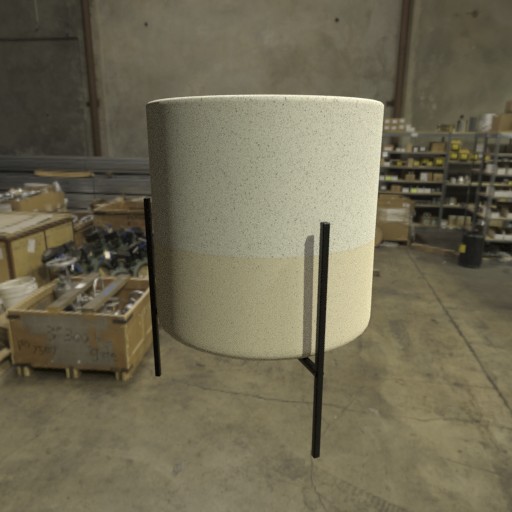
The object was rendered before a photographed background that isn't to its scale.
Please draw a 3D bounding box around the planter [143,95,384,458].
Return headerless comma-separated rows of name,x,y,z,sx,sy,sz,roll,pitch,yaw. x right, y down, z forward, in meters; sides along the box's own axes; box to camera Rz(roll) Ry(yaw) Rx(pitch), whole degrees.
planter,0.000,0.000,0.650,0.335,0.423,0.313,2,15,8
